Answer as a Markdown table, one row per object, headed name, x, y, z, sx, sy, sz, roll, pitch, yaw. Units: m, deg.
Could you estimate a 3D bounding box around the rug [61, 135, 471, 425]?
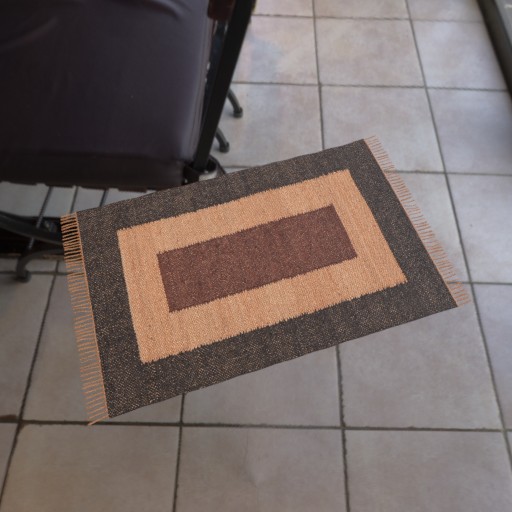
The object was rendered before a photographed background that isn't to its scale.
| name | x | y | z | sx | sy | sz | roll | pitch | yaw |
| --- | --- | --- | --- | --- | --- | --- | --- | --- | --- |
| rug | 0.000 | 0.000 | 1.860 | 1.541 | 0.013 | 0.920 | -16 | 64 | -8 |
